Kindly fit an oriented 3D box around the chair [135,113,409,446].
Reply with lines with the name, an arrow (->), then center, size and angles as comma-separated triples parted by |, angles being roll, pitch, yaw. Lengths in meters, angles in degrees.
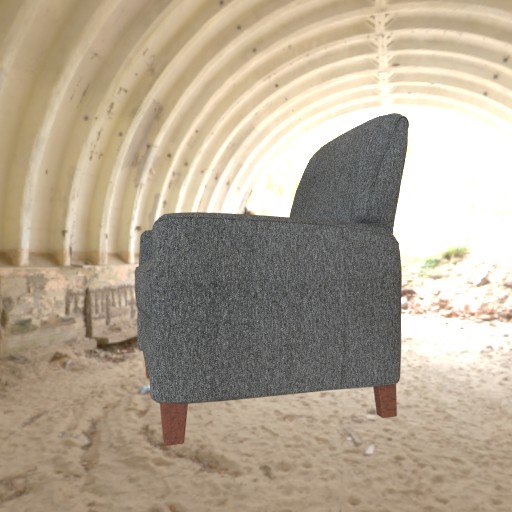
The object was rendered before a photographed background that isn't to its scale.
chair -> 0.000, 0.000, 1.644 | 0.864, 1.014, 0.848 | 0, 0, -18
